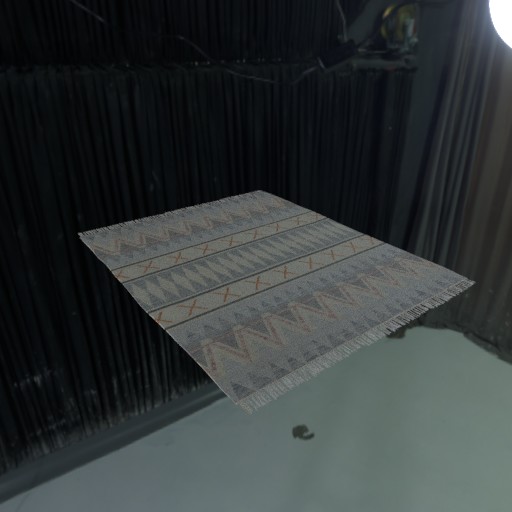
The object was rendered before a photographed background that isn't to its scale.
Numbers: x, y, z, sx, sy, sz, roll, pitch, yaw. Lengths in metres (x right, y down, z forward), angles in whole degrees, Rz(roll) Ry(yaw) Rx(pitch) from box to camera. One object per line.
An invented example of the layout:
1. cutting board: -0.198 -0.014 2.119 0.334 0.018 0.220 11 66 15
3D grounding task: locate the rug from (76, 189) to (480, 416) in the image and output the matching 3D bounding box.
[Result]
1. rug: 0.000 0.000 4.063 2.371 0.012 3.000 -19 32 -32
